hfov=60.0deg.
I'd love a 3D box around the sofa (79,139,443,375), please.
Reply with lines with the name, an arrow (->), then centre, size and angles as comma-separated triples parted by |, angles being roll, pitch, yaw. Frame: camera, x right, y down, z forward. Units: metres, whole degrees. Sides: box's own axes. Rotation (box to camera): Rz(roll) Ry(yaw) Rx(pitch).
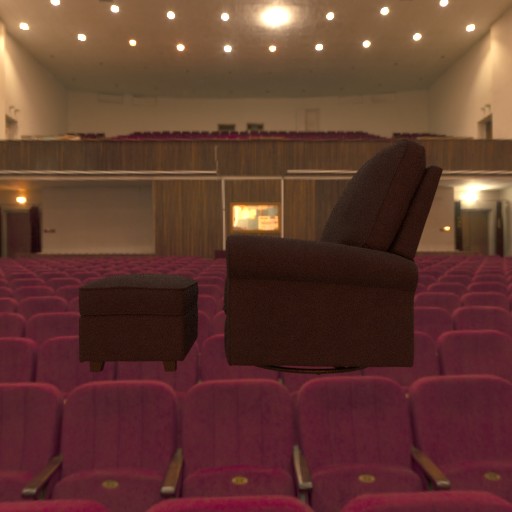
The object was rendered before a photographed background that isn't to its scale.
sofa -> 0.000, 0.000, 2.078 | 1.478, 0.959, 0.880 | 0, 0, -1
